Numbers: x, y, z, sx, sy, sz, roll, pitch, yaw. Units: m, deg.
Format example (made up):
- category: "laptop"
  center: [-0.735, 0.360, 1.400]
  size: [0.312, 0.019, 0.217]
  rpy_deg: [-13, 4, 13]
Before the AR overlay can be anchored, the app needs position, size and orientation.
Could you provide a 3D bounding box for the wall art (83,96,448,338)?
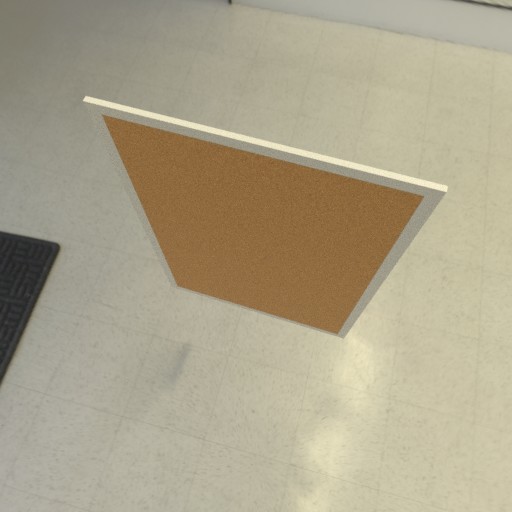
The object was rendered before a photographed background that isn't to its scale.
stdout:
- category: "wall art"
  center: [0.000, 0.000, 1.195]
  size: [0.659, 0.940, 0.013]
  rpy_deg: [16, 66, 7]
